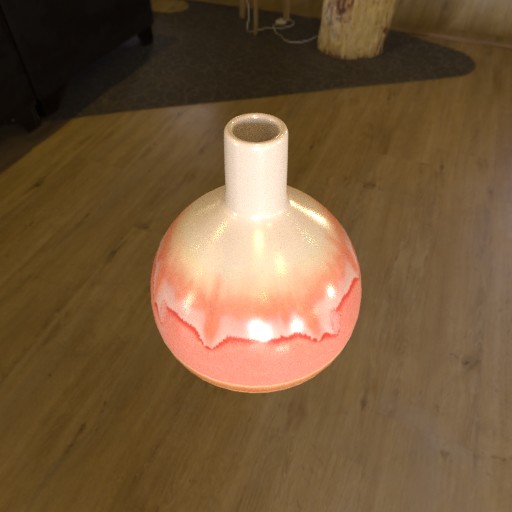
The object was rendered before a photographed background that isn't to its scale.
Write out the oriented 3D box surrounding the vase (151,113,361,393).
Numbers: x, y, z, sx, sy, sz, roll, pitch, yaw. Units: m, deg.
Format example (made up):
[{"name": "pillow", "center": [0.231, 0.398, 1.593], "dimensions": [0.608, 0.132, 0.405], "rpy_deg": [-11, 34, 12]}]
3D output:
[{"name": "vase", "center": [0.000, 0.000, 0.273], "dimensions": [0.137, 0.176, 0.137], "rpy_deg": [0, 47, 0]}]
